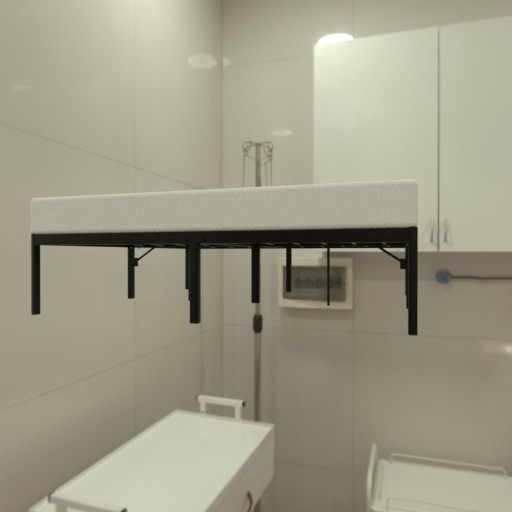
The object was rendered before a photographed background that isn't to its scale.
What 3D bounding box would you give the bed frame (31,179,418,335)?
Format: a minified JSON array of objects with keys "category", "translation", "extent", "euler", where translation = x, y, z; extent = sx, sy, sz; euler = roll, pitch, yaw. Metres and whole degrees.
[{"category":"bed frame","translation":[0.000,0.000,3.102],"extent":[2.079,0.659,1.963],"euler":[0,0,18]}]
